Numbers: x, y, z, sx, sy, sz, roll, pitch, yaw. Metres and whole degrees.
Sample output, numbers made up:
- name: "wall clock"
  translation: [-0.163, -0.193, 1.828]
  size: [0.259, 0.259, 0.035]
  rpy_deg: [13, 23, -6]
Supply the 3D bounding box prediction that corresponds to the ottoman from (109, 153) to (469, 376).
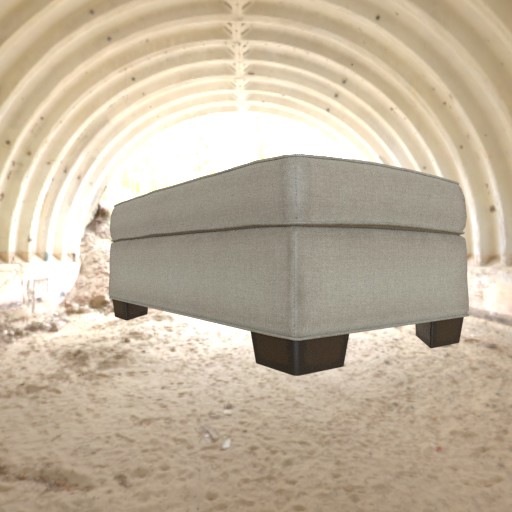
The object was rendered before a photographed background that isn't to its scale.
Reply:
- name: "ottoman"
  translation: [0.000, 0.000, 1.431]
  size: [0.617, 0.461, 1.097]
  rpy_deg: [0, 0, -36]
